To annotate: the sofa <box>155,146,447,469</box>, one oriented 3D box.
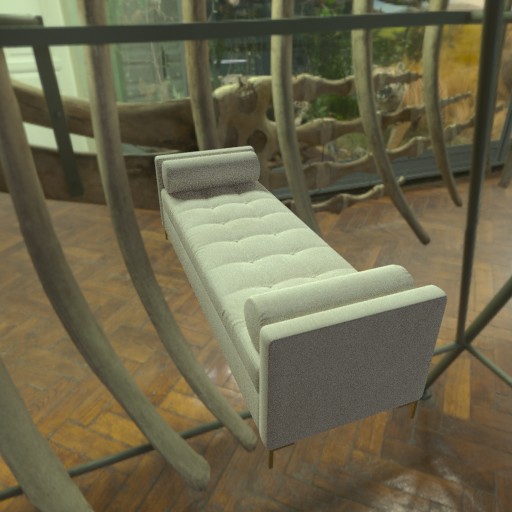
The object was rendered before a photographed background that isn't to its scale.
[{"bbox_3d":[0.000,0.000,2.379,0.686,0.635,1.981,-11,32,-18],"label":"sofa"}]
